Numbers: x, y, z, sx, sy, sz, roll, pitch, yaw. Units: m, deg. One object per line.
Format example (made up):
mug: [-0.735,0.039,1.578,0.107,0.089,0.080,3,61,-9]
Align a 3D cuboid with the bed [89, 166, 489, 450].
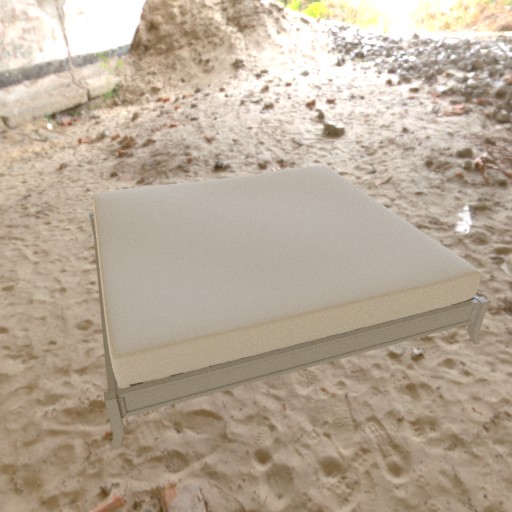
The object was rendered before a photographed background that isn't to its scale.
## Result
bed: [0.000,0.000,3.011,2.108,0.510,2.007,-10,33,-17]
